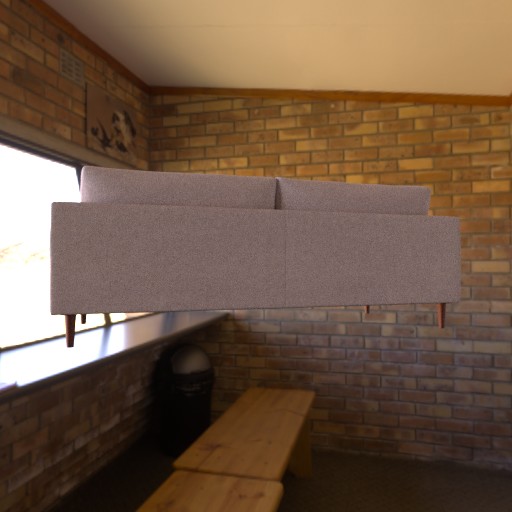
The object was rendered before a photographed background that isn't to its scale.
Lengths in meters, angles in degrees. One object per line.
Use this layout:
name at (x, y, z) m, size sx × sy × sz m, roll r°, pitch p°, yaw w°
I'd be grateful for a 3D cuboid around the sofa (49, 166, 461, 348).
sofa at (0.000, 0.000, 2.770) m, size 2.250 × 0.868 × 1.020 m, roll 0°, pitch -1°, yaw -17°
